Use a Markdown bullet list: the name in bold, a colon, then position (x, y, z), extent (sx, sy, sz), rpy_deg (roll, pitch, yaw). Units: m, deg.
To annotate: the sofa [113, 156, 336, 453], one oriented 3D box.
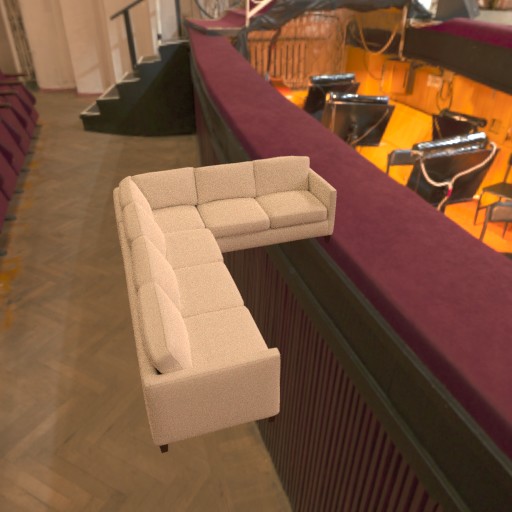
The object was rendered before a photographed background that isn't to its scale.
- **sofa**: position (0.000, 0.000, 4.498), extent (2.593, 0.947, 3.302), rpy_deg (-10, 33, -16)
